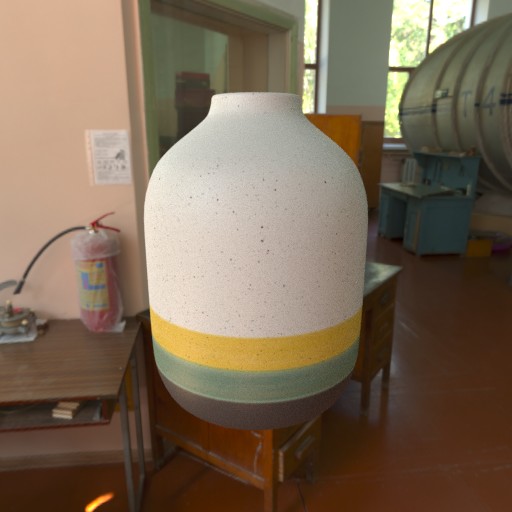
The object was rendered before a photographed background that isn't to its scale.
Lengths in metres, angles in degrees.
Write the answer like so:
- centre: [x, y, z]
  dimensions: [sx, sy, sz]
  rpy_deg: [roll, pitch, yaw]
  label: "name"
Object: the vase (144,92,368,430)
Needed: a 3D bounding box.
- centre: [0.000, 0.000, 0.353]
  dimensions: [0.169, 0.240, 0.169]
  rpy_deg: [0, 16, 0]
  label: "vase"
